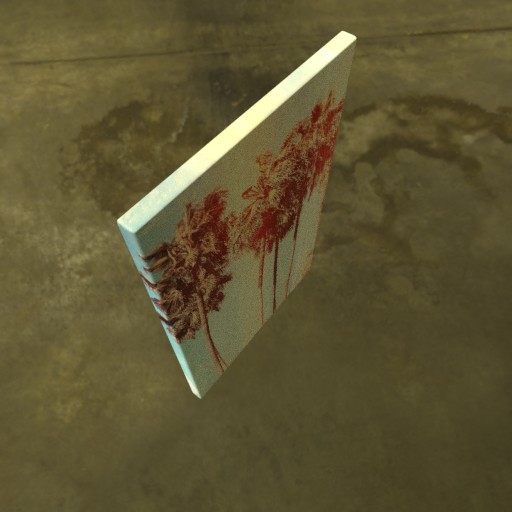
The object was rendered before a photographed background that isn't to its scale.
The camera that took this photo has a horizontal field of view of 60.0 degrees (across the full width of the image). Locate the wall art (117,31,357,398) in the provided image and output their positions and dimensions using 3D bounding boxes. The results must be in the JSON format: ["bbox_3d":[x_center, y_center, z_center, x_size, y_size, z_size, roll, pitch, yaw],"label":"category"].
[{"bbox_3d":[0.000,0.000,1.144,0.037,0.915,0.605,34,64,19],"label":"wall art"}]
